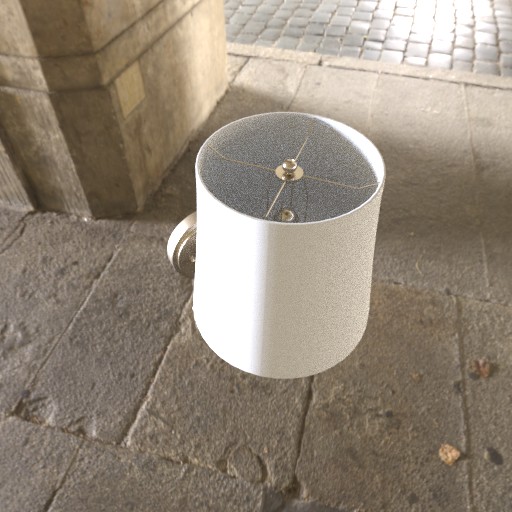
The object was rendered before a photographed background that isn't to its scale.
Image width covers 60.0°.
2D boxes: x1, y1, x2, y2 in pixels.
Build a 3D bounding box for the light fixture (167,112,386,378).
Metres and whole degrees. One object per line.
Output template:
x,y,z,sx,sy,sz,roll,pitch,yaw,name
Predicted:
0.000,0.000,0.591,0.223,0.381,0.348,-24,52,-20,light fixture
